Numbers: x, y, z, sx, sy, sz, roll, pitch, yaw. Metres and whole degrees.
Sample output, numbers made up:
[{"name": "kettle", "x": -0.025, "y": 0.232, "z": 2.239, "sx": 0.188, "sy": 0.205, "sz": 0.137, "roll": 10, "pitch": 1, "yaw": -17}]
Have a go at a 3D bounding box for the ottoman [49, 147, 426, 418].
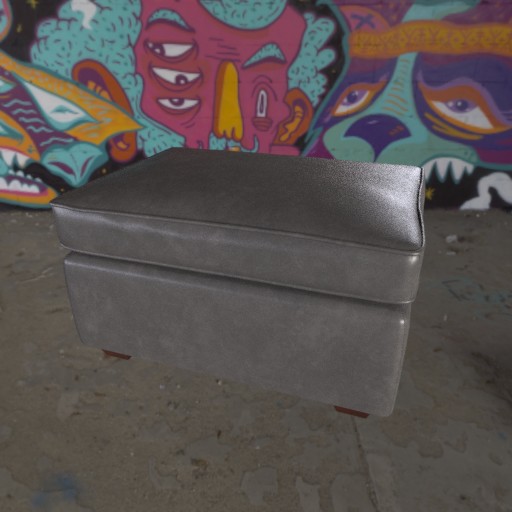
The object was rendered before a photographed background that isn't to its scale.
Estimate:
[{"name": "ottoman", "x": 0.000, "y": 0.000, "z": 1.114, "sx": 0.756, "sy": 0.445, "sz": 0.554, "roll": 9, "pitch": 28, "yaw": 17}]
